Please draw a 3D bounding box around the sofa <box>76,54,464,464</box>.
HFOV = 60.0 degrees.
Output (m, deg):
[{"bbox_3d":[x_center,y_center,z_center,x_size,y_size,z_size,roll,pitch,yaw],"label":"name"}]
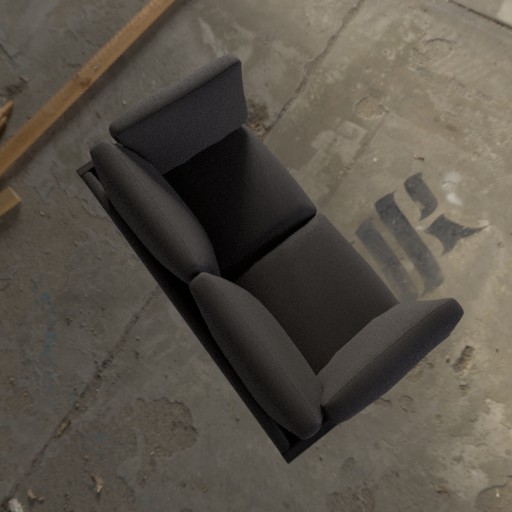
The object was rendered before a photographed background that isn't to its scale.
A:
[{"bbox_3d":[0.000,0.000,2.324,0.969,0.920,1.751,-36,77,-9],"label":"sofa"}]
